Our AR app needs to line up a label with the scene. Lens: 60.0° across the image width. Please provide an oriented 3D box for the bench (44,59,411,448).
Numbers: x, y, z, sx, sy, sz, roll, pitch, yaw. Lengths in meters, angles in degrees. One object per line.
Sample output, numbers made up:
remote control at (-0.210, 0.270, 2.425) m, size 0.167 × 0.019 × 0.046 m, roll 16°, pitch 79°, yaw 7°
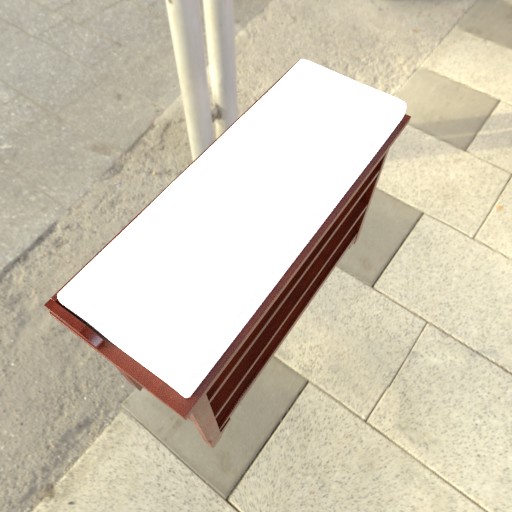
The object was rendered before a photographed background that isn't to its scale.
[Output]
bench at (0.000, 0.000, 1.305) m, size 0.369 × 0.646 × 0.987 m, roll 31°, pitch 63°, yaw 17°
